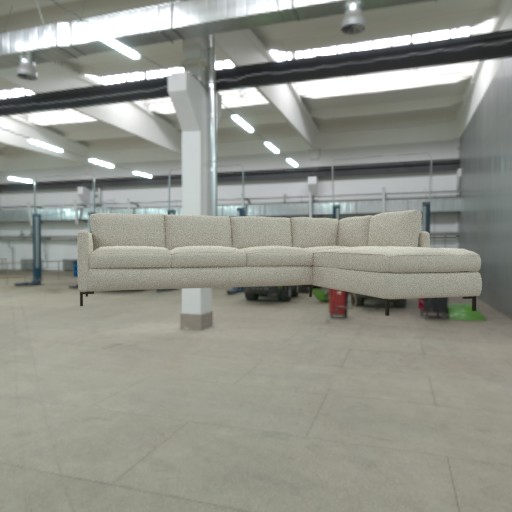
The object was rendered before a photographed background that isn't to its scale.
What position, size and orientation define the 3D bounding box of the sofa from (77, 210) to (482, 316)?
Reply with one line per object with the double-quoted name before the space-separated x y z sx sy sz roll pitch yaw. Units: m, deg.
"sofa" 0.000 0.000 3.818 2.949 0.815 2.007 0 1 -17
